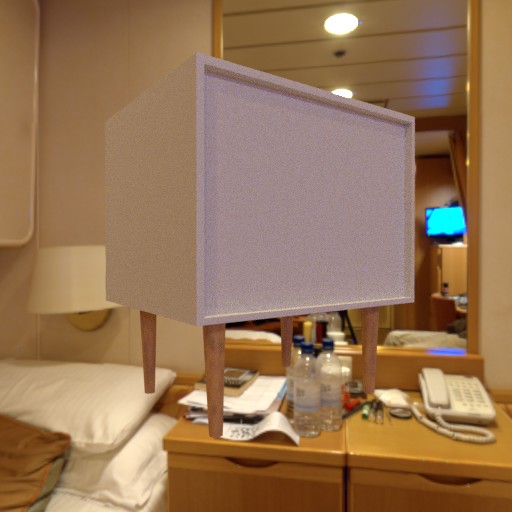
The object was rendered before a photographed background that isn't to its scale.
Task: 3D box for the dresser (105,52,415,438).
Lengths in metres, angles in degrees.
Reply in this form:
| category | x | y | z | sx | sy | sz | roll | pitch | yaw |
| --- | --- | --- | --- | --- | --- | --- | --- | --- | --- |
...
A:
| category | x | y | z | sx | sy | sz | roll | pitch | yaw |
| --- | --- | --- | --- | --- | --- | --- | --- | --- | --- |
| dresser | 0.000 | 0.000 | 0.928 | 0.503 | 0.568 | 0.414 | 0 | 1 | -36 |
